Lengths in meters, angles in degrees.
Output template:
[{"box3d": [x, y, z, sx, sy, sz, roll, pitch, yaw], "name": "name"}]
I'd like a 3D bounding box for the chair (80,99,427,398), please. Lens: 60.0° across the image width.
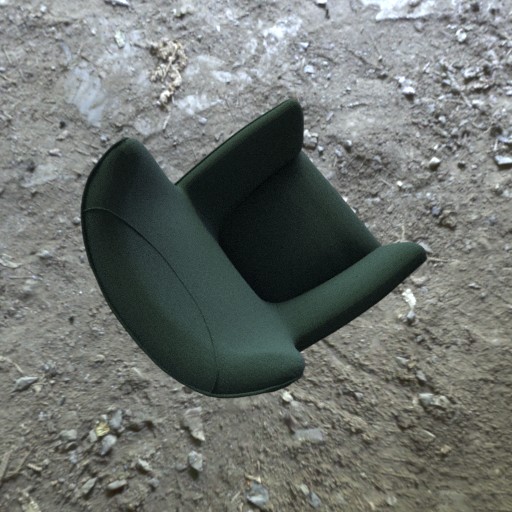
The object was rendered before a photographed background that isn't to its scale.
[{"box3d": [0.000, 0.000, 1.585, 0.888, 0.933, 0.781, -36, 79, -8], "name": "chair"}]
